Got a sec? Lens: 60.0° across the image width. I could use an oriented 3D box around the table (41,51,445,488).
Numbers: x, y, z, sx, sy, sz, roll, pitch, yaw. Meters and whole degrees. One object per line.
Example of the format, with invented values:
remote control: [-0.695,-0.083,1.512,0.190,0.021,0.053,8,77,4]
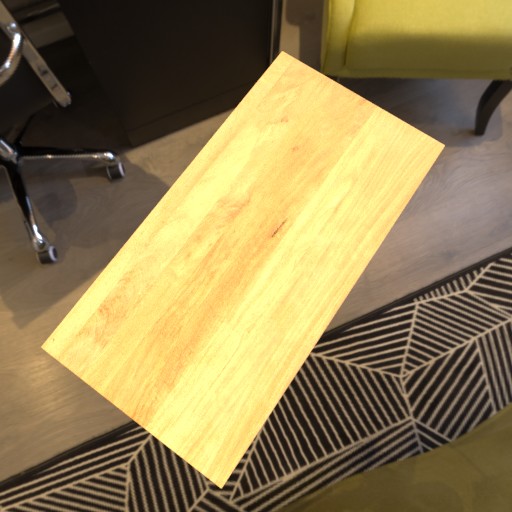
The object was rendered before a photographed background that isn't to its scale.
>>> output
table: [0.000,0.000,1.671,0.699,0.400,1.348,34,77,9]
